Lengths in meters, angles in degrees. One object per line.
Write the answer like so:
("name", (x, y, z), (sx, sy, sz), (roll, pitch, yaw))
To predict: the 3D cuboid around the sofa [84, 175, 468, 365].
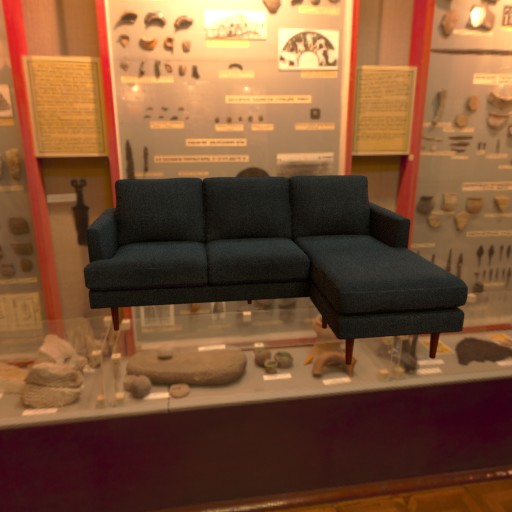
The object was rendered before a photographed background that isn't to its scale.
("sofa", (0.000, 0.000, 3.044), (2.233, 0.956, 1.504), (-2, 17, -8))
